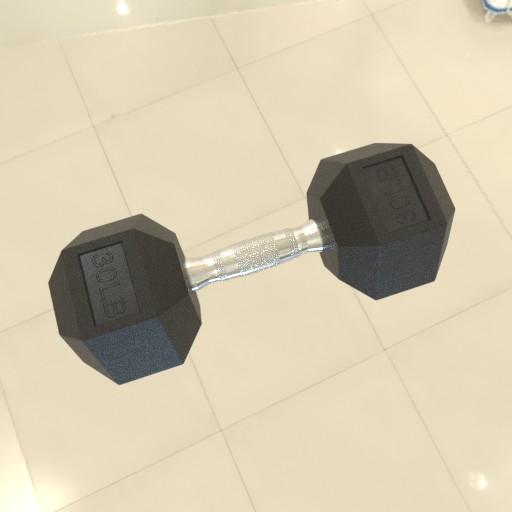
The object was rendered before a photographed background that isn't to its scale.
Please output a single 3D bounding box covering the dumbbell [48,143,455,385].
[{"bbox_3d":[0.000,0.000,0.399,0.337,0.123,0.142,-17,77,-4],"label":"dumbbell"}]
